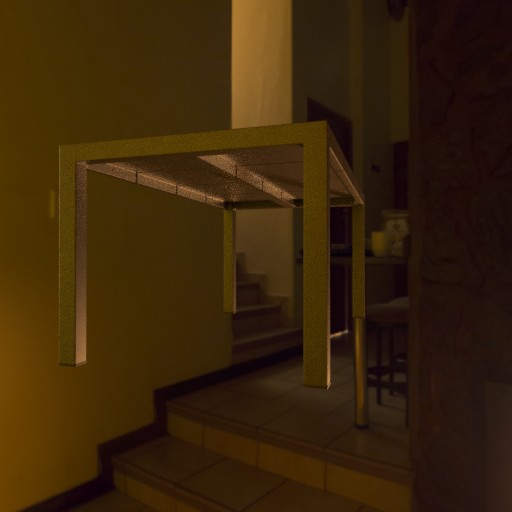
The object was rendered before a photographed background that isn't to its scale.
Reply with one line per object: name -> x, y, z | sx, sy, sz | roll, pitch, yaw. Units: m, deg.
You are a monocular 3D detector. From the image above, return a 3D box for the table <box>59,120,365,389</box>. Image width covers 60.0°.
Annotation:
table -> 0.000, 0.000, 1.298 | 0.559, 0.460, 0.965 | 0, 0, 17
